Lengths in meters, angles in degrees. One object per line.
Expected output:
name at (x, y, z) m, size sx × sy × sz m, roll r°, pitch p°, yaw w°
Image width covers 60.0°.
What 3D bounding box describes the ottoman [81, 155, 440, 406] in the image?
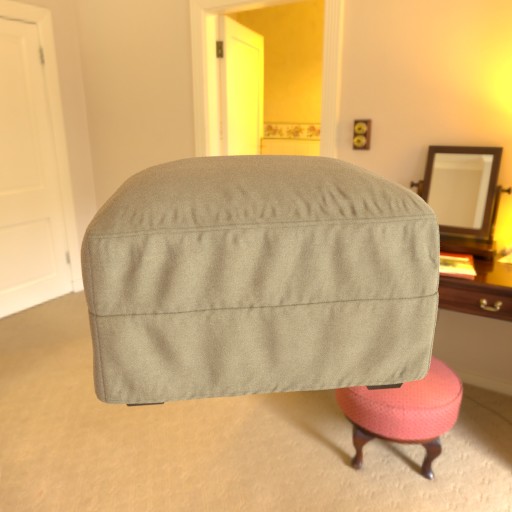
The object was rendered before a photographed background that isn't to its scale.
ottoman at (0.000, 0.000, 1.082) m, size 0.712 × 0.480 × 0.584 m, roll -2°, pitch 17°, yaw -6°
